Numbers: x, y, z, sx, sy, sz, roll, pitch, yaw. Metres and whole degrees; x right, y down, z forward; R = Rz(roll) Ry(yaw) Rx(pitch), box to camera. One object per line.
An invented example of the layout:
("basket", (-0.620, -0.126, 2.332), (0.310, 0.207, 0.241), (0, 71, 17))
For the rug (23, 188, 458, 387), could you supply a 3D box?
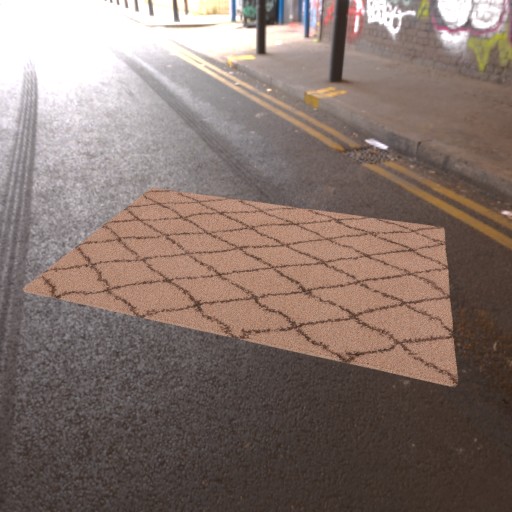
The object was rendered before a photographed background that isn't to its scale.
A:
("rug", (0.000, 0.000, 3.342), (2.743, 0.030, 1.778), (10, 33, 15))
